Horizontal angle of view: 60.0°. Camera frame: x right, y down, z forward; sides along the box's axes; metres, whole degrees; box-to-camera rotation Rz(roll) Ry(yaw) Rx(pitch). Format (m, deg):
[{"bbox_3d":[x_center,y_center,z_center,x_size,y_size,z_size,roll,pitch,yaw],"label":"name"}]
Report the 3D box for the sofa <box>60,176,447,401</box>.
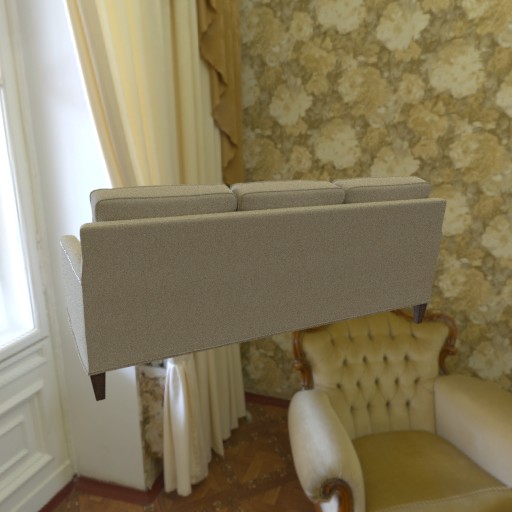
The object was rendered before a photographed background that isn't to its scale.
[{"bbox_3d":[0.000,0.000,2.839,2.246,1.003,1.084,-7,16,-26],"label":"sofa"}]
